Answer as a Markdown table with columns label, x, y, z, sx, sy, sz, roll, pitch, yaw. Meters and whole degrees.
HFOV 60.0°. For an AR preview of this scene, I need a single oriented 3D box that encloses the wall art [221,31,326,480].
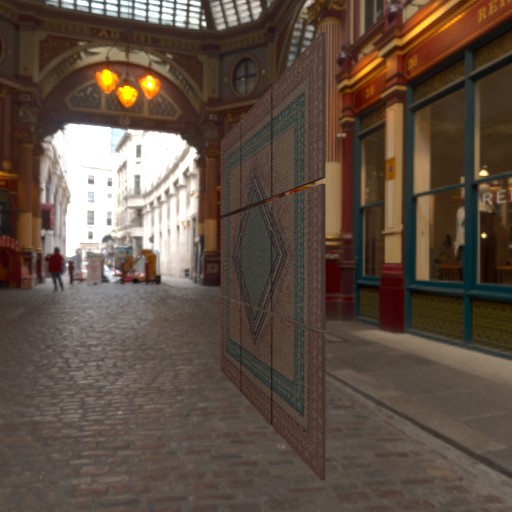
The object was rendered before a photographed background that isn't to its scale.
| label | x | y | z | sx | sy | sz | roll | pitch | yaw |
| --- | --- | --- | --- | --- | --- | --- | --- | --- | --- |
| wall art | 0.000 | 0.000 | 2.233 | 0.014 | 1.525 | 1.527 | 0 | 0 | -18 |
